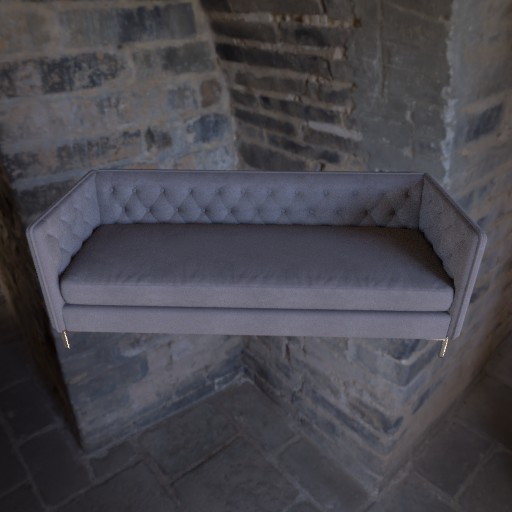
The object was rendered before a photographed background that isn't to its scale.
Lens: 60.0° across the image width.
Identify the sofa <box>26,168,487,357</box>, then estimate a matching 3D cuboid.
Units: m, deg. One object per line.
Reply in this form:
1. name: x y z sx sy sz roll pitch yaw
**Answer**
1. sofa: 0.000 0.000 2.611 2.209 0.771 0.895 1 30 2
